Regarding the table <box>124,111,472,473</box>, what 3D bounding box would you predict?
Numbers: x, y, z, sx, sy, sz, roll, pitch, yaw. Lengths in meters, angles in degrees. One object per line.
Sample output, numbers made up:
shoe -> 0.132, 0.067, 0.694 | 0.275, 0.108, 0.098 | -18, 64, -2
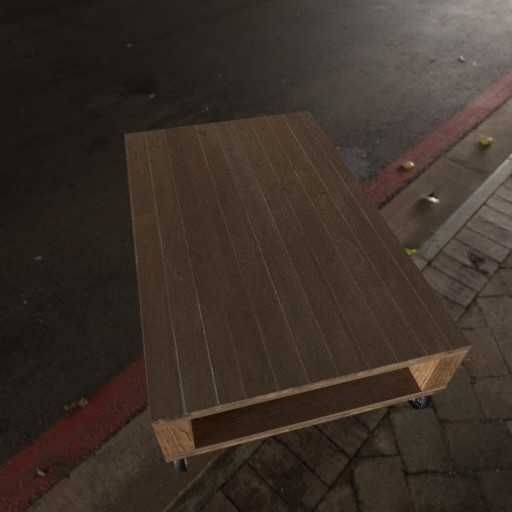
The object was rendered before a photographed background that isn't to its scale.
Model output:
table -> 0.000, 0.000, 1.667 | 0.827, 0.413, 1.299 | -10, 46, -10
